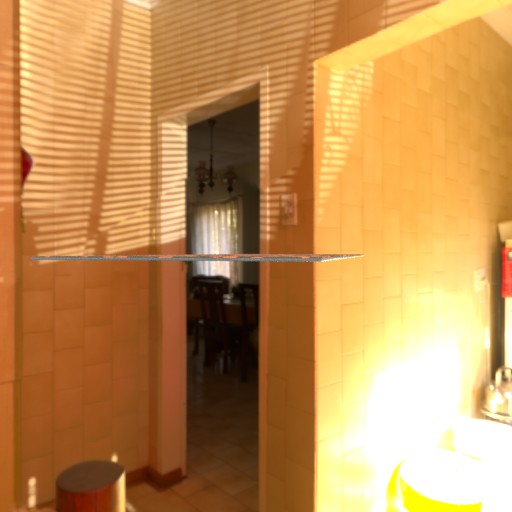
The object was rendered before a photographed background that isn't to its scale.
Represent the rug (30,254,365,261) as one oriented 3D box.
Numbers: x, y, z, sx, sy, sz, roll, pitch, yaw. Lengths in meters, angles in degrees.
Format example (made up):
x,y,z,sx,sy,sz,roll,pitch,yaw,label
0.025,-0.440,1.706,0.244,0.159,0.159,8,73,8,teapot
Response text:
x,y,z,sx,sy,sz,roll,pitch,yaw,label
0.000,0.000,1.404,0.604,0.007,1.219,0,1,17,rug
